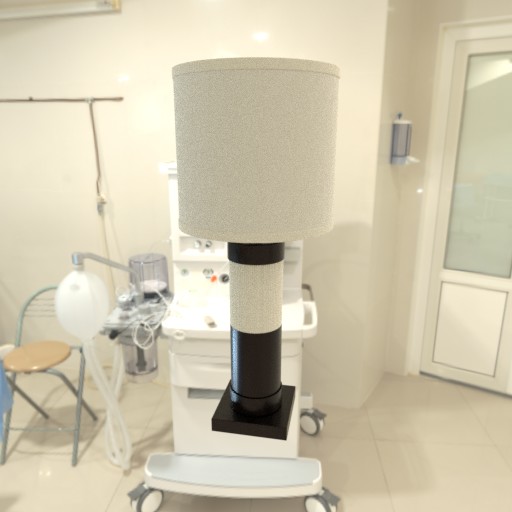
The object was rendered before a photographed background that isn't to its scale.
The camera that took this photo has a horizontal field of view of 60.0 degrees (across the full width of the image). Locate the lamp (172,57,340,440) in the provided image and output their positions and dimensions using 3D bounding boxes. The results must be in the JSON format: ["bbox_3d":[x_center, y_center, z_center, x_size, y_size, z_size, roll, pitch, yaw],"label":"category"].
[{"bbox_3d":[0.000,0.000,0.625,0.211,0.509,0.211,3,16,11],"label":"lamp"}]
